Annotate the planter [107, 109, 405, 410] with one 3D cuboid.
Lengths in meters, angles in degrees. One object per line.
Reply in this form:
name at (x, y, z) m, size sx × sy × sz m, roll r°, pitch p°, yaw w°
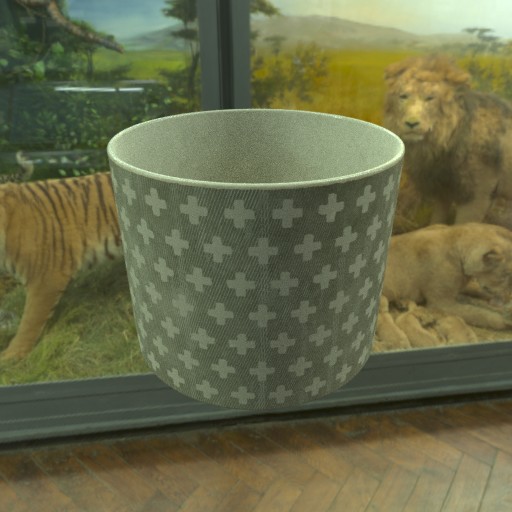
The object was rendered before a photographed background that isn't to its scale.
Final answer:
planter at (0.000, 0.000, 0.338) m, size 0.190 × 0.181 × 0.190 m, roll 0°, pitch 29°, yaw 0°
